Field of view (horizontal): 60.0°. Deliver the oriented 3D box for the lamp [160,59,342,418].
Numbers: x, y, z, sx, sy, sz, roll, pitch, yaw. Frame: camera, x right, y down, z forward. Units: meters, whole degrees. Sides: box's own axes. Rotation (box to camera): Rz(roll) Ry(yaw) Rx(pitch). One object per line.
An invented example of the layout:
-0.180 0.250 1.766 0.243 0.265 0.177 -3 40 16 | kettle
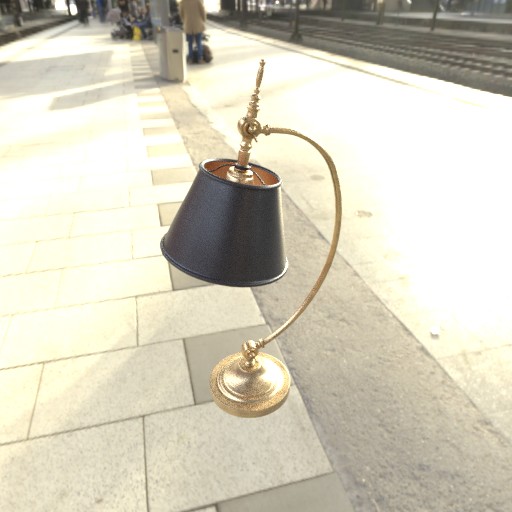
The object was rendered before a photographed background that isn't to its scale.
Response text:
0.000 0.000 0.828 0.344 0.675 0.235 -9 31 -15 | lamp
